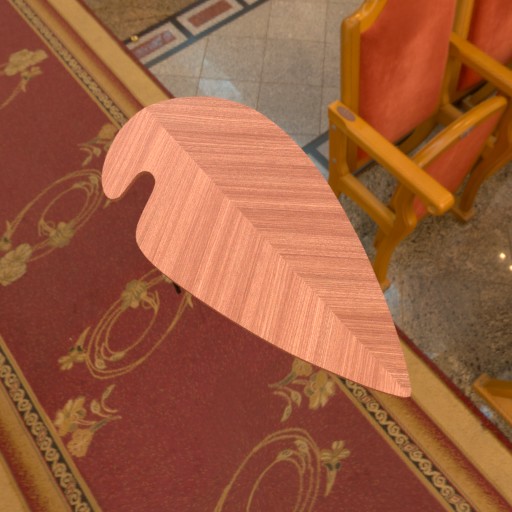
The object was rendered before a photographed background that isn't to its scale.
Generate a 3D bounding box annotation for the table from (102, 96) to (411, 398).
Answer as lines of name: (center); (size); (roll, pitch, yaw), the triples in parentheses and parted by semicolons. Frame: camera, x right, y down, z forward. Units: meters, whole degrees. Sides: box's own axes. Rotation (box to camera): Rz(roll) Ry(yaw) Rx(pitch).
table: (0.000, 0.000, 1.443); (0.598, 0.360, 1.199); (-35, 69, -16)
